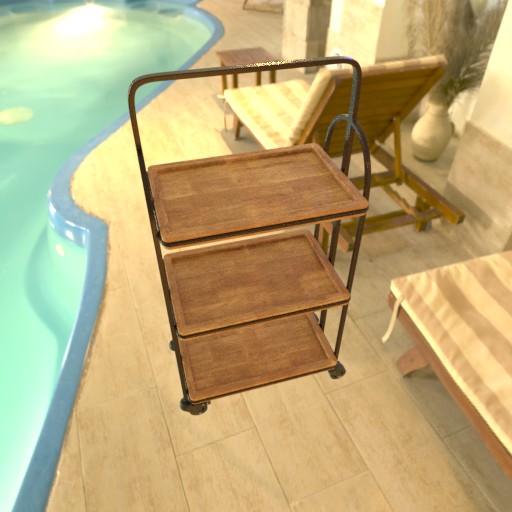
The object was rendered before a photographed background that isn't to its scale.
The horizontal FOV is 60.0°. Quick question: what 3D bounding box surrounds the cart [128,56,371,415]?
[{"bbox_3d":[0.000,0.000,1.208,0.553,1.001,0.327,-11,42,-12],"label":"cart"}]
